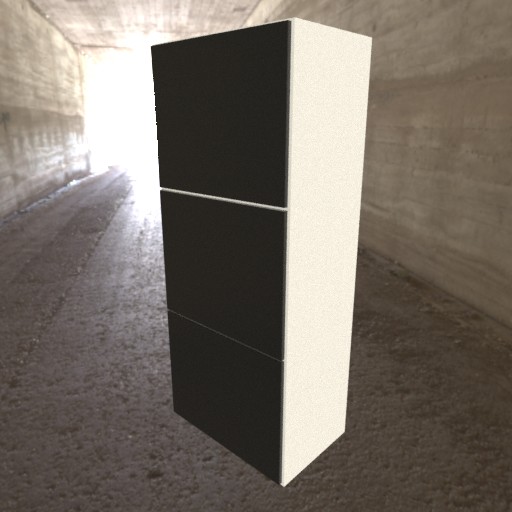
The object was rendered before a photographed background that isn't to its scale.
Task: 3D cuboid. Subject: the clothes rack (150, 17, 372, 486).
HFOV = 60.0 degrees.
[{"bbox_3d":[0.000,0.000,1.344,0.500,1.187,0.330,15,23,41],"label":"clothes rack"}]
